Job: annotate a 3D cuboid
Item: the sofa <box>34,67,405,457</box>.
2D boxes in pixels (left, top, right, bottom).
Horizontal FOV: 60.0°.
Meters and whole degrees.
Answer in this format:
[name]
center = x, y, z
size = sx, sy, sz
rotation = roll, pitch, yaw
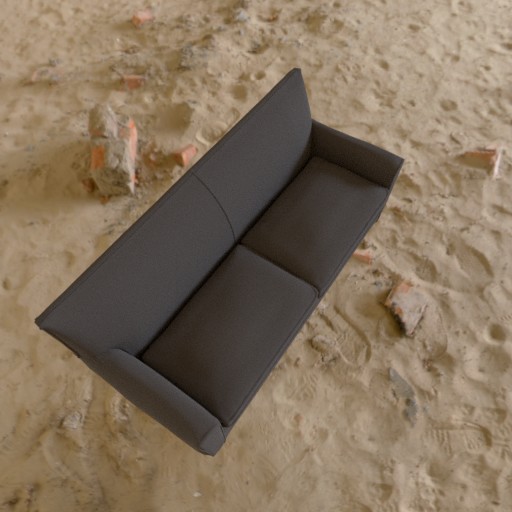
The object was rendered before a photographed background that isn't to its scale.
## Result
[sofa]
center = 0.000, 0.000, 2.481
size = 0.843, 0.907, 2.002
rotation = 31, 64, 17
